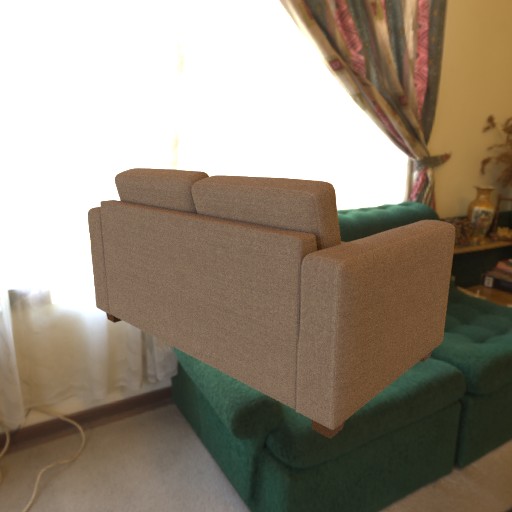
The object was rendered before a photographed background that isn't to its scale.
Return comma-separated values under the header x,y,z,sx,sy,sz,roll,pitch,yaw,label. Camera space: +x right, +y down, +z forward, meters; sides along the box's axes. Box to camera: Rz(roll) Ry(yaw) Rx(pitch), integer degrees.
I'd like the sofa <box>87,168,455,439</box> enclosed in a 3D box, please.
x,y,z,sx,sy,sz,roll,pitch,yaw,label
0.000,0.000,2.068,1.520,0.800,0.900,13,20,42,sofa
